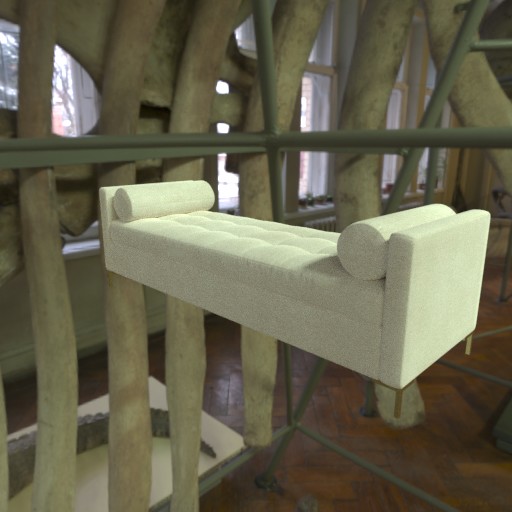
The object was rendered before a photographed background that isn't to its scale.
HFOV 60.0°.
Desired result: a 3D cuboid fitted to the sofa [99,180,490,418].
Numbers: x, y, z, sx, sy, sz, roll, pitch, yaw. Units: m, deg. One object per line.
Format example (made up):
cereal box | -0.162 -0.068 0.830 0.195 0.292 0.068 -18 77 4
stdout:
sofa | 0.000 0.000 2.284 1.981 0.635 0.686 14 20 43
